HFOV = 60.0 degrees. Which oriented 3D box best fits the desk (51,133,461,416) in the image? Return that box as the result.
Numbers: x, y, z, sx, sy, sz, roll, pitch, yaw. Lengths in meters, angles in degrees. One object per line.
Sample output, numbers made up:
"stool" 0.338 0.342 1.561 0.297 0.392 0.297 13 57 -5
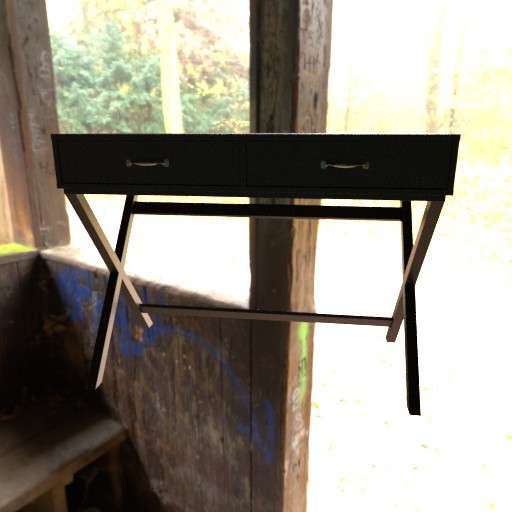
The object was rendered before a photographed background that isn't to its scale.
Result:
"desk" 0.000 0.000 1.466 1.057 0.780 0.525 2 16 8
